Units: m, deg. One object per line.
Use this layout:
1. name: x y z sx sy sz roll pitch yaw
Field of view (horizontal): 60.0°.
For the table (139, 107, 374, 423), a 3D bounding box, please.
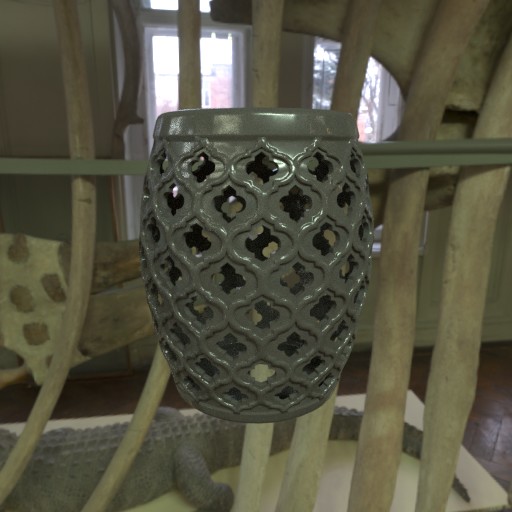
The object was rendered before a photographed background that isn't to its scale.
1. table: 0.000 0.000 0.639 0.325 0.388 0.325 0 14 0
